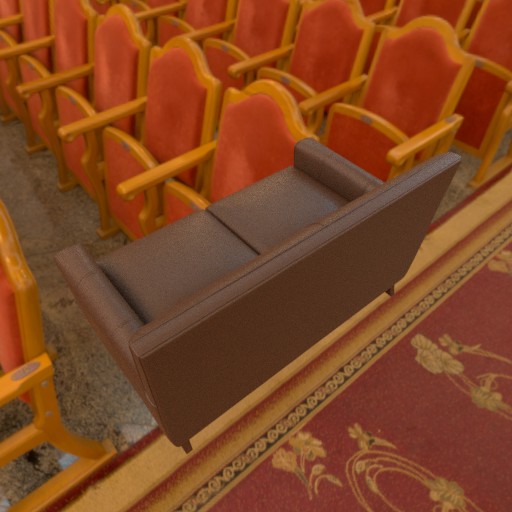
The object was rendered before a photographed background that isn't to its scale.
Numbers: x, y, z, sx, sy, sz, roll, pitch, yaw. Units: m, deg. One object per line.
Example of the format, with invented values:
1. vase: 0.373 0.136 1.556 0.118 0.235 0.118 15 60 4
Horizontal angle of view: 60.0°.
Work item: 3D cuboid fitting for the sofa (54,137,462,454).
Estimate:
1. sofa: 0.000 0.000 1.988 1.468 0.859 0.853 -30 52 -27
